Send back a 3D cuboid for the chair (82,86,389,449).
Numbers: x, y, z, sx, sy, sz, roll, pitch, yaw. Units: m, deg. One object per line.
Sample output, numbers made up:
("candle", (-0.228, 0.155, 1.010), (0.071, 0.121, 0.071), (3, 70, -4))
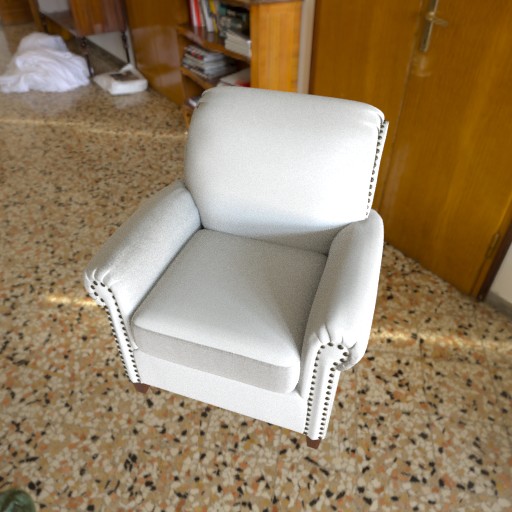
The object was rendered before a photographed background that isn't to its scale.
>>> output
("chair", (0.000, 0.000, 1.572), (0.854, 0.927, 0.890), (12, 41, 14))
